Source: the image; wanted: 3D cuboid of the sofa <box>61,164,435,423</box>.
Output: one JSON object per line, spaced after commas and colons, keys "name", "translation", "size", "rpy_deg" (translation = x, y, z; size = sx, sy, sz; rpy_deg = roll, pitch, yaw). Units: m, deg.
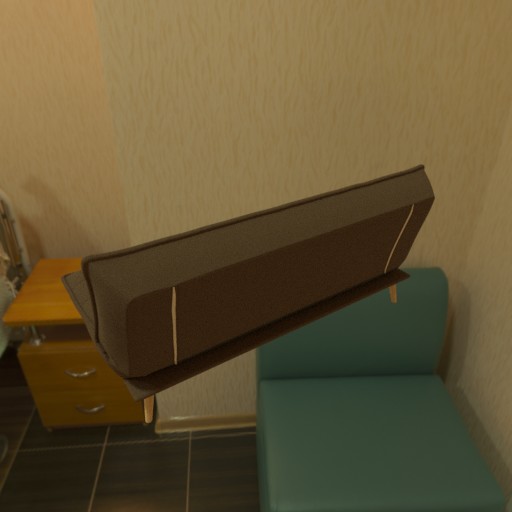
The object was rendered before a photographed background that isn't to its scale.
{"name": "sofa", "translation": [0.000, 0.000, 2.510], "size": [1.940, 0.890, 0.950], "rpy_deg": [-19, 35, -29]}
